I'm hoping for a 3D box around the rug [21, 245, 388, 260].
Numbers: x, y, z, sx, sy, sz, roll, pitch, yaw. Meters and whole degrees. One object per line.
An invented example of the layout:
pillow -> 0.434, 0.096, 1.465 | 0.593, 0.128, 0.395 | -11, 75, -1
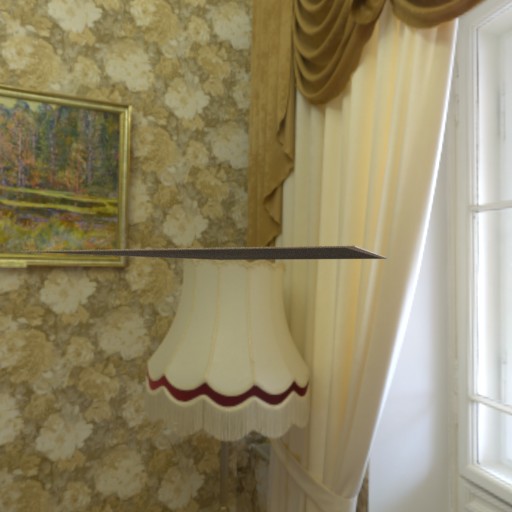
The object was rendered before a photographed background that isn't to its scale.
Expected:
rug -> 0.000, 0.000, 3.711 | 1.981, 0.006, 2.895 | -1, -2, 20
